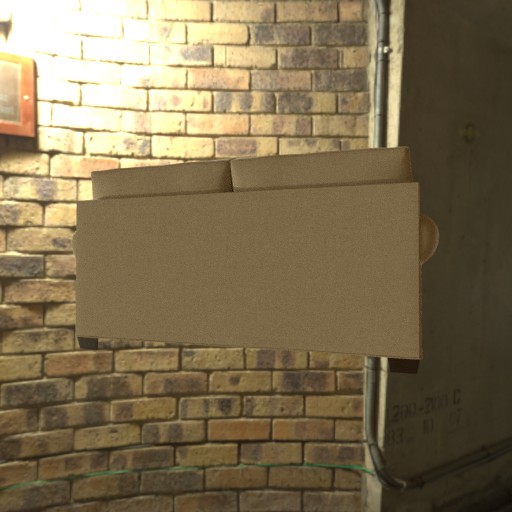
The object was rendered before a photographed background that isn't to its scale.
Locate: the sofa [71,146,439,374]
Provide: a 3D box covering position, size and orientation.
[{"bbox_3d":[0.000,0.000,2.359,1.774,0.933,0.861,0,-1,19],"label":"sofa"}]
